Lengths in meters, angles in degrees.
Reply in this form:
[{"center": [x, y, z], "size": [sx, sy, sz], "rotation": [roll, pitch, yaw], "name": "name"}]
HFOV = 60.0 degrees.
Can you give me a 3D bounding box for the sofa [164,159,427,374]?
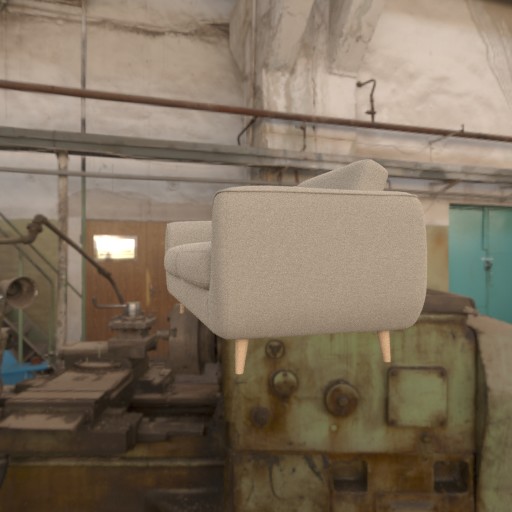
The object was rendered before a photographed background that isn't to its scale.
[{"center": [0.000, 0.000, 2.526], "size": [0.920, 0.850, 2.000], "rotation": [0, 1, -17], "name": "sofa"}]
